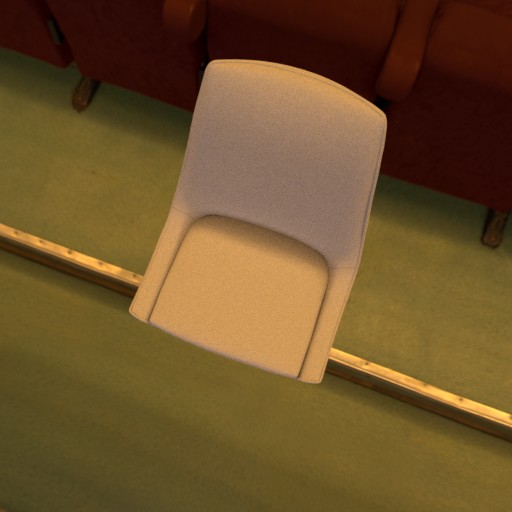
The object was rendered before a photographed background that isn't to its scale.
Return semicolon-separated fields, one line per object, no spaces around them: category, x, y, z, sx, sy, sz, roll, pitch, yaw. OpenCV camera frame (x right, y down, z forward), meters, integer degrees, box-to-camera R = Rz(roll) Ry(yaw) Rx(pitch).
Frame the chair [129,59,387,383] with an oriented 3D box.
chair;0.000;0.000;1.179;0.529;0.861;0.544;19;76;5
